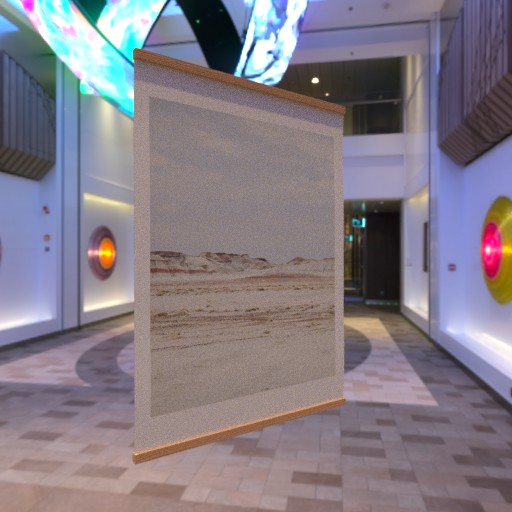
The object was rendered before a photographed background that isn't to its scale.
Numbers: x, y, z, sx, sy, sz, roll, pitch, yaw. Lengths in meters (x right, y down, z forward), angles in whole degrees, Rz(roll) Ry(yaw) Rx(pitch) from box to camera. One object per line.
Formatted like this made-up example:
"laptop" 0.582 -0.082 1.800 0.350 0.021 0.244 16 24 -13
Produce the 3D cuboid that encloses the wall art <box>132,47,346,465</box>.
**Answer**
"wall art" 0.000 0.000 1.304 0.739 1.016 0.020 0 0 -36
